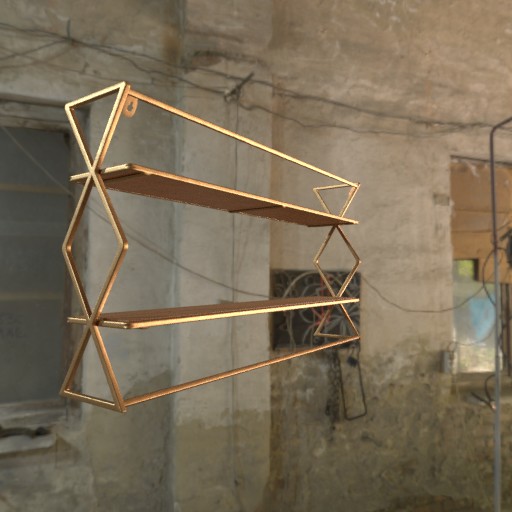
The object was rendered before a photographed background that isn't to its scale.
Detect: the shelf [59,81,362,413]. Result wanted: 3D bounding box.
[{"bbox_3d":[0.000,0.000,0.974,0.150,0.450,0.822,-2,-3,35],"label":"shelf"}]
